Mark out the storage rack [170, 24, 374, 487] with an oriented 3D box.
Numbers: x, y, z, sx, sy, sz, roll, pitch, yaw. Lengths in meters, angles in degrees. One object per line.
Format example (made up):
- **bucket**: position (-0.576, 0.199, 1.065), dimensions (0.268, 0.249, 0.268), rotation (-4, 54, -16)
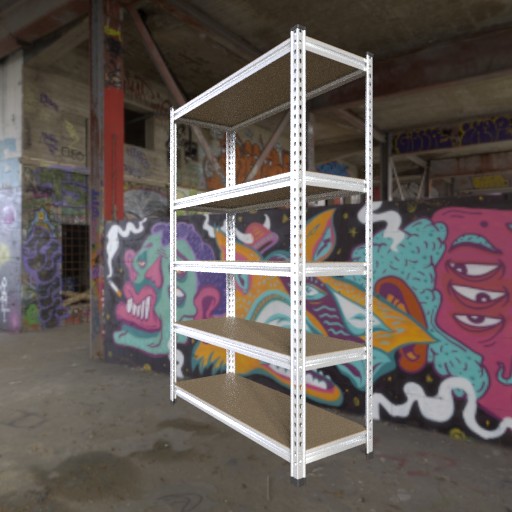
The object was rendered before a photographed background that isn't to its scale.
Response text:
- **storage rack**: position (0.000, 0.000, 2.375), dimensions (0.457, 1.829, 1.219), rotation (0, 0, -35)
